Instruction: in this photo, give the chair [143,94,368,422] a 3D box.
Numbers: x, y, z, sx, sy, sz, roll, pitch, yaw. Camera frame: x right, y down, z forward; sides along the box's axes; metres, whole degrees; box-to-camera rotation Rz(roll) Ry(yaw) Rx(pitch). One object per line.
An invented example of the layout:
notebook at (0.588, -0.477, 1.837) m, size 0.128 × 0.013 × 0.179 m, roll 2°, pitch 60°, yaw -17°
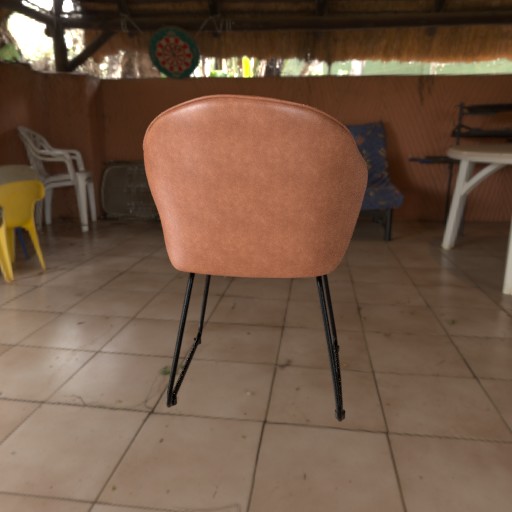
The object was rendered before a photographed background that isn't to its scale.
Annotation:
chair at (0.000, 0.000, 1.216) m, size 0.582 × 0.785 × 0.580 m, roll 2°, pitch 15°, yaw 6°
